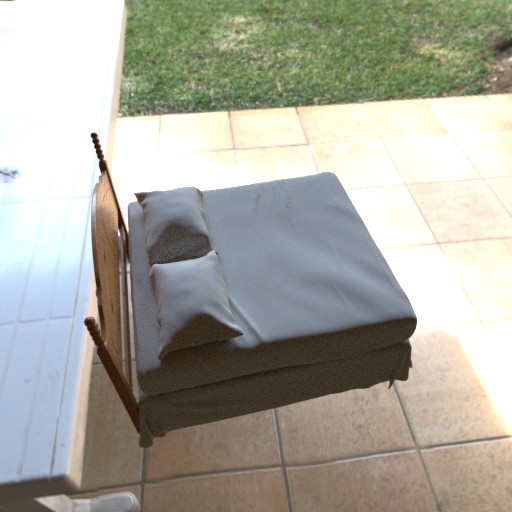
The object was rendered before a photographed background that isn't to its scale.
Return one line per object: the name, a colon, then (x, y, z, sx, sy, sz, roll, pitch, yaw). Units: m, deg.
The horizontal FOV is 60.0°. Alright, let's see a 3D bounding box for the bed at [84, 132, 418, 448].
bed: (0.000, 0.000, 3.230, 2.040, 1.356, 1.873, -10, 49, -9)
